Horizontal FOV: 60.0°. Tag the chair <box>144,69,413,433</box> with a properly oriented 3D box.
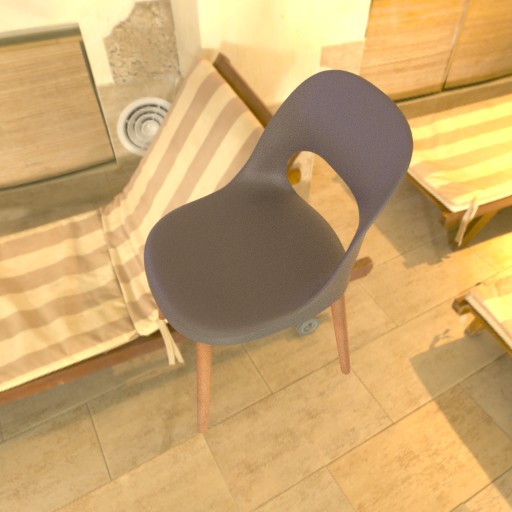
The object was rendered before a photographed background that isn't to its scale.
[{"bbox_3d":[0.000,0.000,1.140,0.556,0.795,0.470,-18,50,-16],"label":"chair"}]
